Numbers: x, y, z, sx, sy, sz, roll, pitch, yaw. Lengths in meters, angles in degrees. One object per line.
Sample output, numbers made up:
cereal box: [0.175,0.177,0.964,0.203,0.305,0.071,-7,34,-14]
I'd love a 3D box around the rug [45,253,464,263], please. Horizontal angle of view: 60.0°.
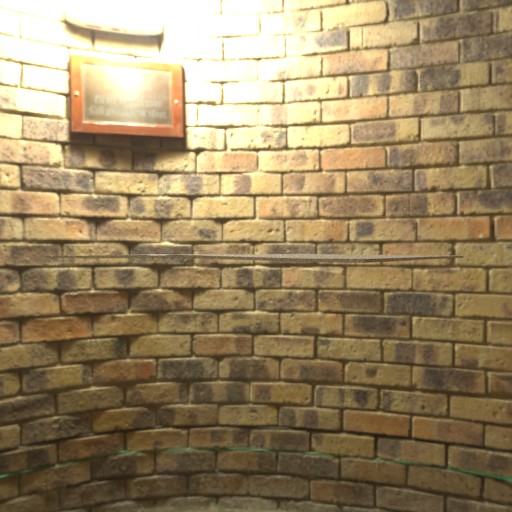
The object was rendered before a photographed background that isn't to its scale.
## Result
rug: [0.000,0.000,4.791,3.626,0.051,2.757,0,1,36]
